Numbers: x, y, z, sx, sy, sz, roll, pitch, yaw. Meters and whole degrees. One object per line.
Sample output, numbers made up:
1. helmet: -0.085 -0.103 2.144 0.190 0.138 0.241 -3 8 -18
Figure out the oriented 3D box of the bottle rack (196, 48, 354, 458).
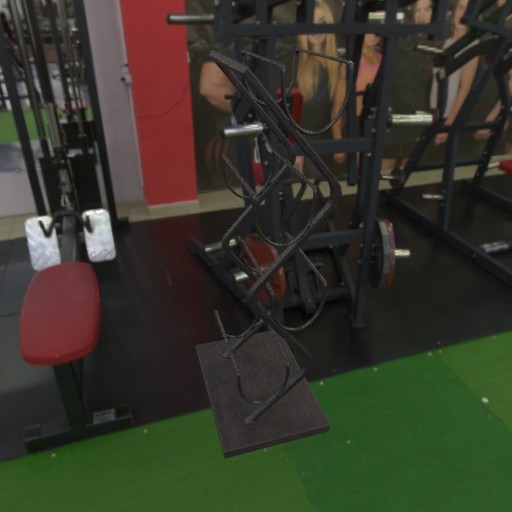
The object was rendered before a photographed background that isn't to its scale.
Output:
1. bottle rack: 0.000 0.000 0.675 0.178 0.559 0.254 -8 31 -14
